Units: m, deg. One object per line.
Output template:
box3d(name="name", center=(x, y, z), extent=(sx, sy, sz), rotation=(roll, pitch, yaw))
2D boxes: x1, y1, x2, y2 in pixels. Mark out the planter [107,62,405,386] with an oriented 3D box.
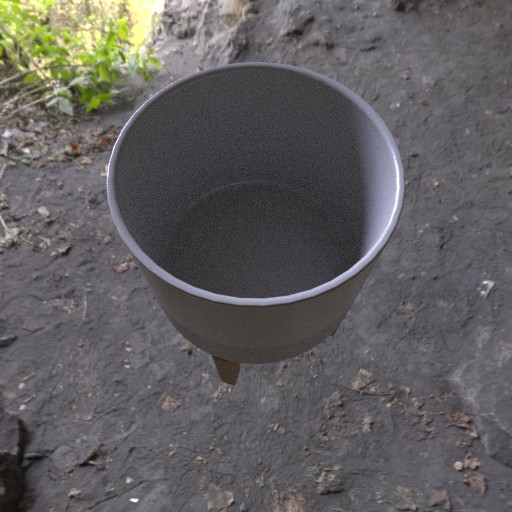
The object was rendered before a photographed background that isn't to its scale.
box3d(name="planter", center=(0.000, 0.000, 0.398), extent=(0.188, 0.260, 0.188), rotation=(0, 64, 0))
